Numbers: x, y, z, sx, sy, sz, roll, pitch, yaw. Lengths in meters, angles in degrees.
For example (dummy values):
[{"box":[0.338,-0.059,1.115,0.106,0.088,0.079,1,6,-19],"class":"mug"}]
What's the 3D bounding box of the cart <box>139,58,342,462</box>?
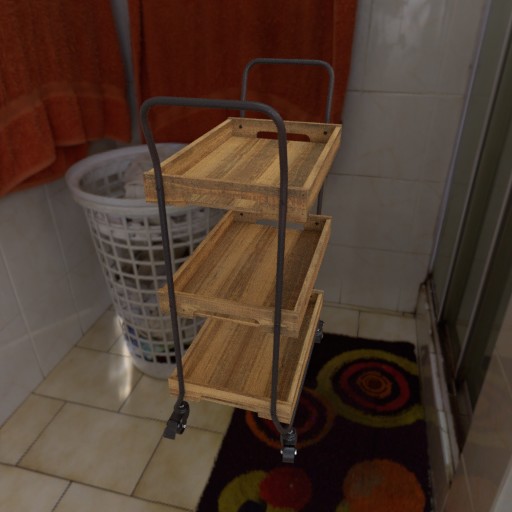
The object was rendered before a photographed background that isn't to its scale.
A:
[{"box":[0.000,0.000,1.118,0.339,0.857,0.583,8,31,14],"class":"cart"}]
